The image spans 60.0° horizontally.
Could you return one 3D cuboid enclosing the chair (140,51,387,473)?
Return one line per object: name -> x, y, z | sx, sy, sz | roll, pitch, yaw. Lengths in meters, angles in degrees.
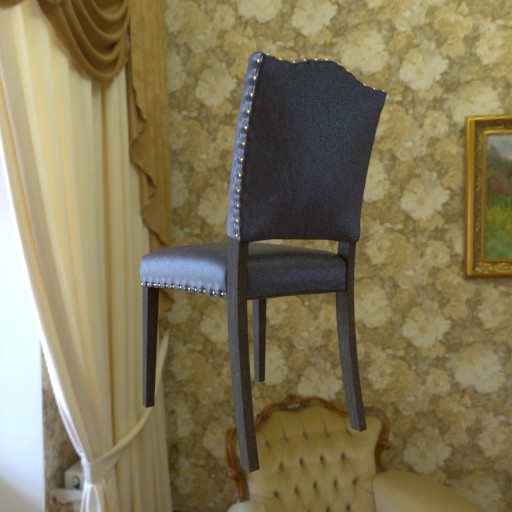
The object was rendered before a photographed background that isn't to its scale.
chair -> 0.000, 0.000, 1.346 | 0.500, 0.991, 0.633 | -1, 2, -36
